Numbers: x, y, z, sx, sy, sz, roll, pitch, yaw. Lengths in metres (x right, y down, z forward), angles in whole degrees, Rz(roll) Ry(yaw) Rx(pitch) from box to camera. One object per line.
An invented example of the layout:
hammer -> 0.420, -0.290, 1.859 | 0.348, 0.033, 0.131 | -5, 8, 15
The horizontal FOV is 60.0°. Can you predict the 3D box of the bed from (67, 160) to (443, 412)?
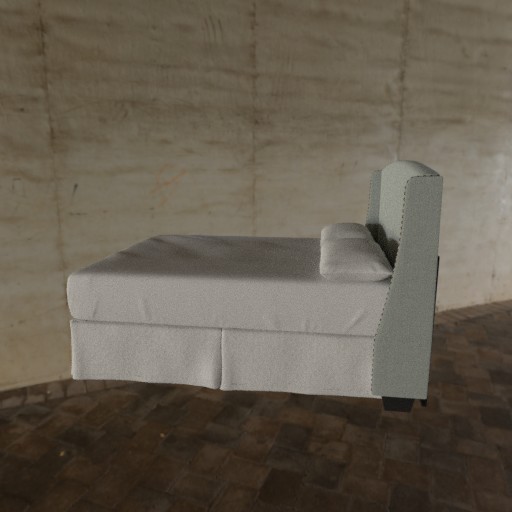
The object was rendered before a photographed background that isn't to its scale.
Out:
bed -> 0.000, 0.000, 3.337 | 2.237, 1.407, 1.710 | 2, 12, 8
